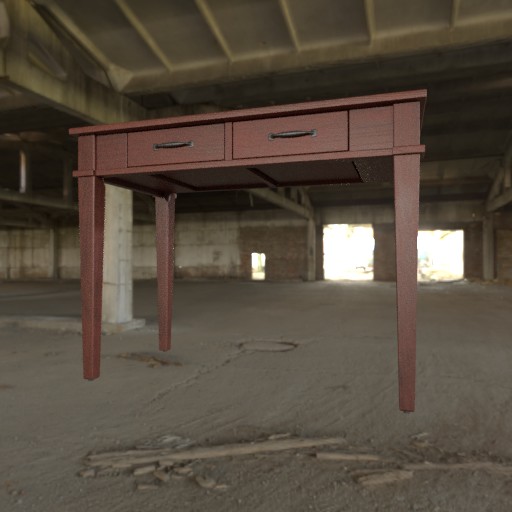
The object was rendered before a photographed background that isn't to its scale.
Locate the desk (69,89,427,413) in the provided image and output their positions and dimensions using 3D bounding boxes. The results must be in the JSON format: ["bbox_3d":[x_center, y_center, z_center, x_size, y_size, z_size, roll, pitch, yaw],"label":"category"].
[{"bbox_3d":[0.000,0.000,1.430,1.001,0.762,0.549,0,0,18],"label":"desk"}]
